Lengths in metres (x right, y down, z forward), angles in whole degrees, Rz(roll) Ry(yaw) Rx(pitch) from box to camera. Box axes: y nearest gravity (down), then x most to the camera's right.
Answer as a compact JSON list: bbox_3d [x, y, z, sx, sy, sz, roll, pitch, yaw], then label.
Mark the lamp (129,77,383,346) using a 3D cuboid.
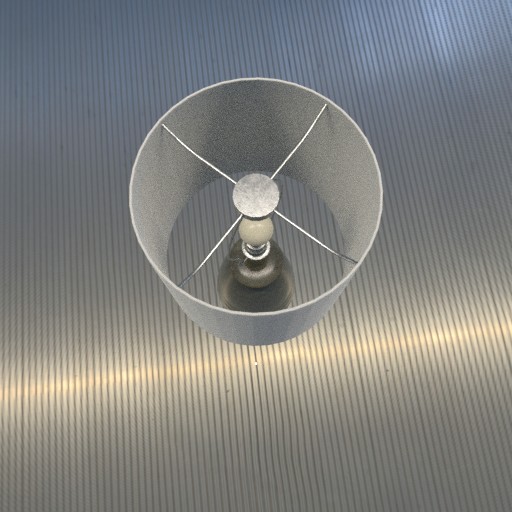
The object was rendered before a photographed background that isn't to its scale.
[{"bbox_3d":[0.000,0.000,0.465,0.186,0.369,0.186,0,76,0],"label":"lamp"}]
